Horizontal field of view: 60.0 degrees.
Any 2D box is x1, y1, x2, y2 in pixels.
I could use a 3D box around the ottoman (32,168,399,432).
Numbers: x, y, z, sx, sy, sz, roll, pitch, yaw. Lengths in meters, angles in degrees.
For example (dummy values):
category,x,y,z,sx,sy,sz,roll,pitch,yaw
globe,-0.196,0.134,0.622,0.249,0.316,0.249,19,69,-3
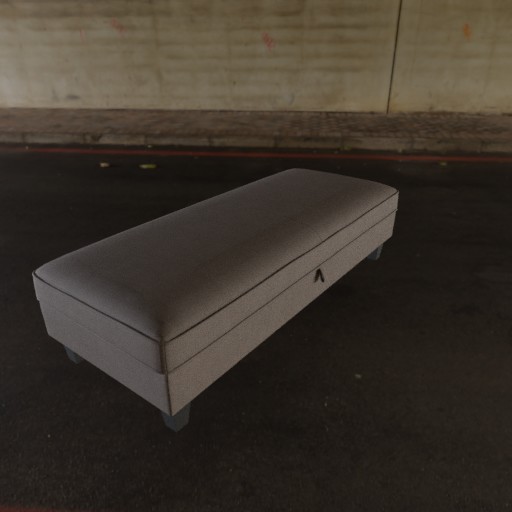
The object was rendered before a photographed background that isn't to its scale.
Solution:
category,x,y,z,sx,sy,sz,roll,pitch,yaw
ottoman,0.000,0.000,2.086,0.751,0.470,1.764,18,32,33
